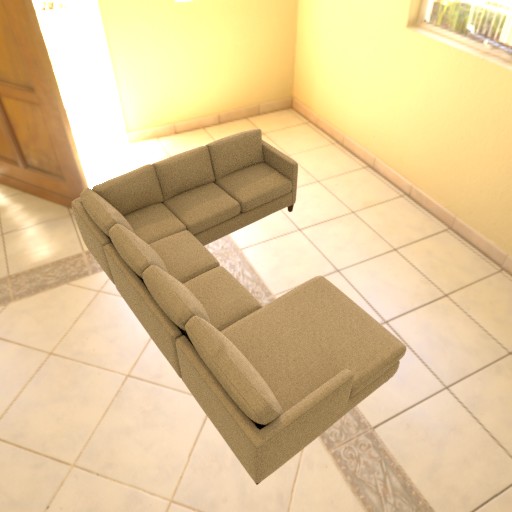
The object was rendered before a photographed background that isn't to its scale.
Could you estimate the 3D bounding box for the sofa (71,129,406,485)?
[{"bbox_3d":[0.000,0.000,4.608,2.593,0.959,3.460,-27,49,-26],"label":"sofa"}]
